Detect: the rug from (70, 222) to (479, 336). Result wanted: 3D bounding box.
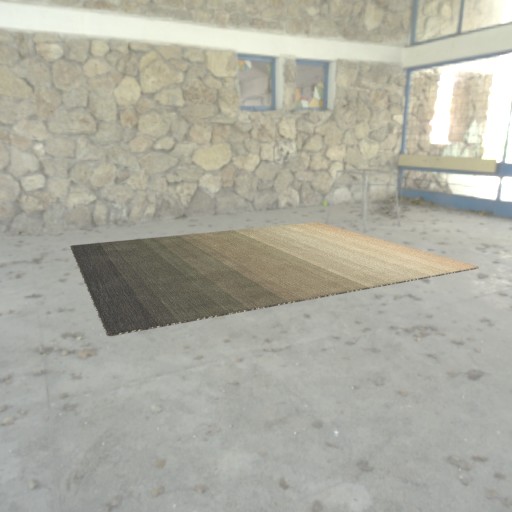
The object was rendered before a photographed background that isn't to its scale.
[{"bbox_3d":[0.000,0.000,3.944,2.902,0.017,2.305,-7,16,-26],"label":"rug"}]
